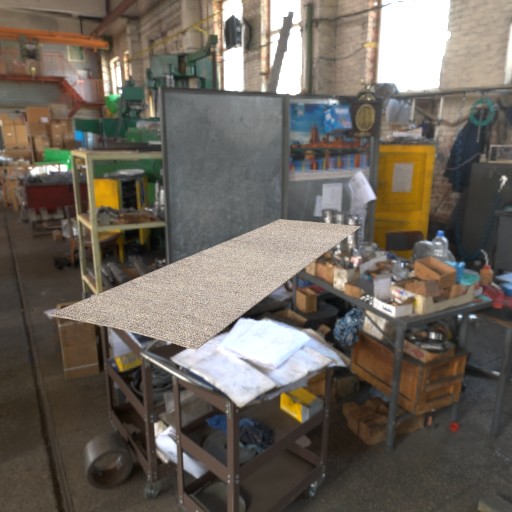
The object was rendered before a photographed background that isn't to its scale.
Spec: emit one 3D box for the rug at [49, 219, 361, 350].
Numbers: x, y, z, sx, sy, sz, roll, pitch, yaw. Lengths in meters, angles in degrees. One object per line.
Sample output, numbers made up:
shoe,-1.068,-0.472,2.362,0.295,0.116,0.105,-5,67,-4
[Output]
rug,0.000,0.000,2.636,0.697,0.013,2.335,7,17,25
